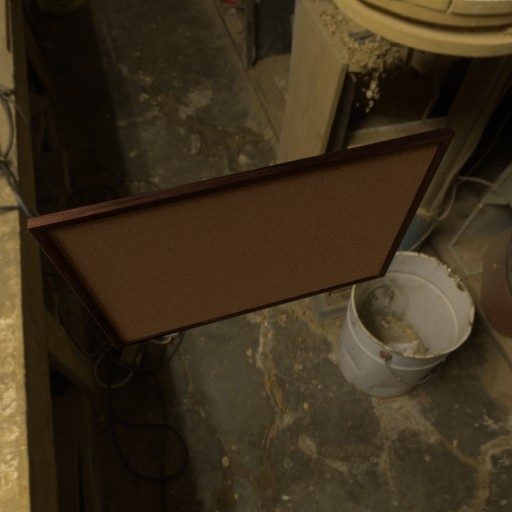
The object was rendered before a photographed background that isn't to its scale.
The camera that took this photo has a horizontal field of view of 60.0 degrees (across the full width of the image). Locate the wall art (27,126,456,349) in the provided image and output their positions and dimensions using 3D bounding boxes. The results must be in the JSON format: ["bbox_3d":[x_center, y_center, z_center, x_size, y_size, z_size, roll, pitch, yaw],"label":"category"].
[{"bbox_3d":[0.000,0.000,0.561,0.431,0.304,0.012,-14,59,-9],"label":"wall art"}]
